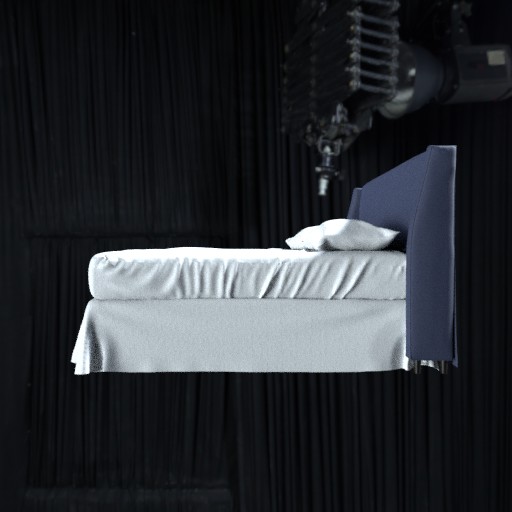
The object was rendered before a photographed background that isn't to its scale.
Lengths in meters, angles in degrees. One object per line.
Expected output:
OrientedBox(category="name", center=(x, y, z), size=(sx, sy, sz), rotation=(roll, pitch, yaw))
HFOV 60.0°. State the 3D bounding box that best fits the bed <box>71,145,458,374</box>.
OrientedBox(category="bed", center=(0.000, 0.000, 3.445), size=(2.276, 1.332, 1.925), rotation=(0, 1, -1))
